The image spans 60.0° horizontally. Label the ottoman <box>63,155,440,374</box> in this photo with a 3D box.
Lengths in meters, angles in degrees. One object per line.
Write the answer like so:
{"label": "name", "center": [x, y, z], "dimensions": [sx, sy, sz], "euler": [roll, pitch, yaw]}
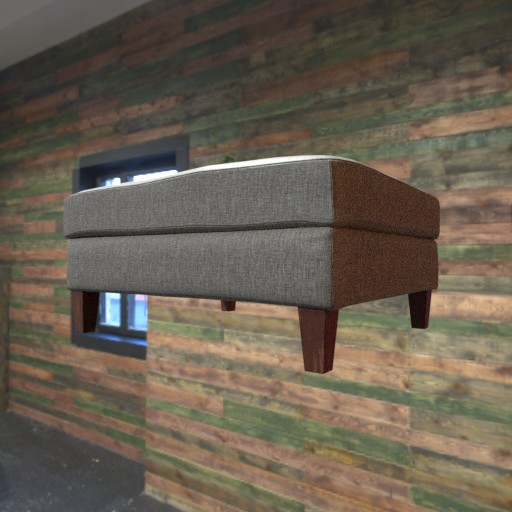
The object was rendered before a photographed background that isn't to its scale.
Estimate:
{"label": "ottoman", "center": [0.000, 0.000, 1.485], "dimensions": [0.994, 0.492, 0.839], "euler": [0, -1, 36]}
